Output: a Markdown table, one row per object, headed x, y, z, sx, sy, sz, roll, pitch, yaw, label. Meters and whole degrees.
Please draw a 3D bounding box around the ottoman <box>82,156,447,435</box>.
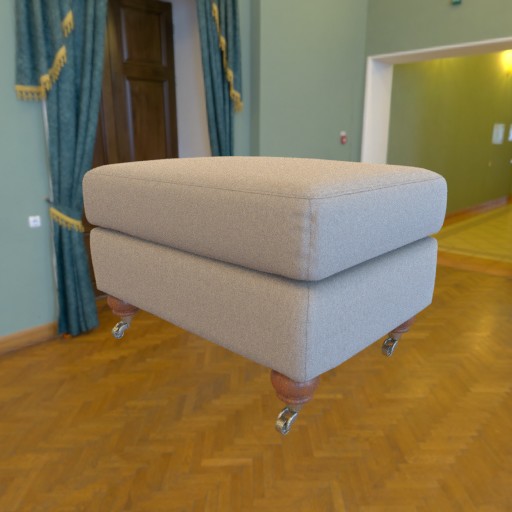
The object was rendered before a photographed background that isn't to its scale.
| x | y | z | sx | sy | sz | roll | pitch | yaw | label |
| --- | --- | --- | --- | --- | --- | --- | --- | --- | --- |
| 0.000 | 0.000 | 1.154 | 0.773 | 0.497 | 0.574 | 14 | 21 | 41 | ottoman |
